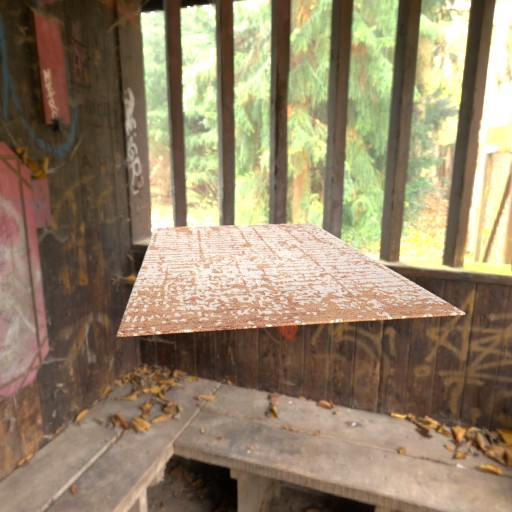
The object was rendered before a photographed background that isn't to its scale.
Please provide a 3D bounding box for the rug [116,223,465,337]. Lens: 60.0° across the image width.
[{"bbox_3d":[0.000,0.000,3.040,1.517,0.011,2.435,-2,14,-9],"label":"rug"}]
